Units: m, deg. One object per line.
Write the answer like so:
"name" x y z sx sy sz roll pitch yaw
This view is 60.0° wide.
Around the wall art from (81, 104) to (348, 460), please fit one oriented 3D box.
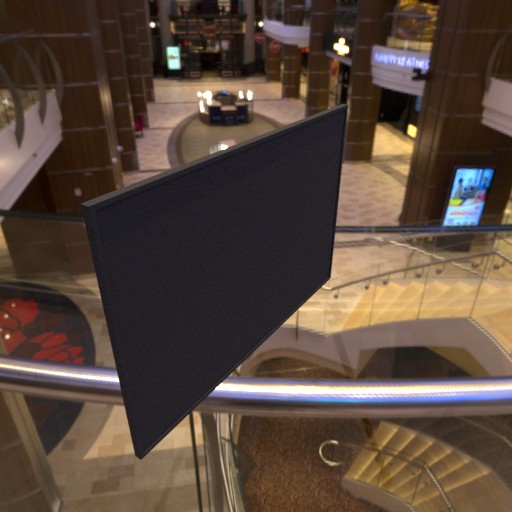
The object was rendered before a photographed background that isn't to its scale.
"wall art" 0.000 0.000 1.513 0.028 0.805 1.190 20 36 30
